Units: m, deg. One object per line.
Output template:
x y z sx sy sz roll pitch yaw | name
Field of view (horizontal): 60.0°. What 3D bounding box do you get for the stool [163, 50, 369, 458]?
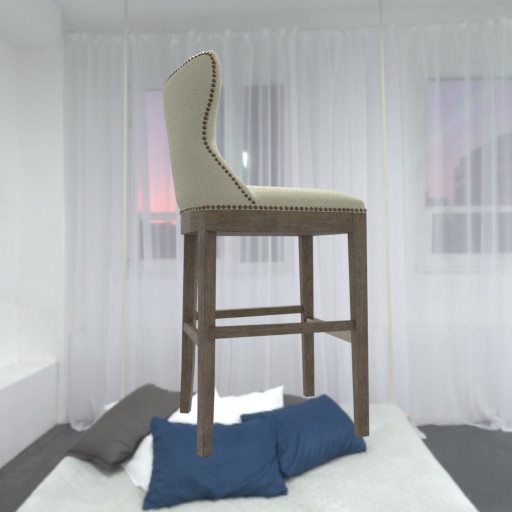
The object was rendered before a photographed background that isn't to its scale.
0.000 0.000 1.478 0.606 1.123 0.494 0 1 -18 | stool
